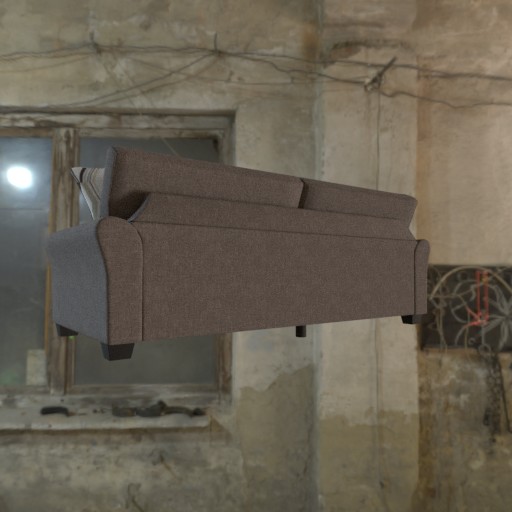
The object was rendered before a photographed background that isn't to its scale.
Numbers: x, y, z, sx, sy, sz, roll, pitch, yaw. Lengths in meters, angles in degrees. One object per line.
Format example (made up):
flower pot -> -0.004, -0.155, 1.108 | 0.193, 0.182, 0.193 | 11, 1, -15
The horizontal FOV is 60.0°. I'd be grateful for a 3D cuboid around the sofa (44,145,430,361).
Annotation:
sofa -> 0.000, 0.000, 2.487 | 2.032, 0.813, 0.889 | 1, -2, -36
